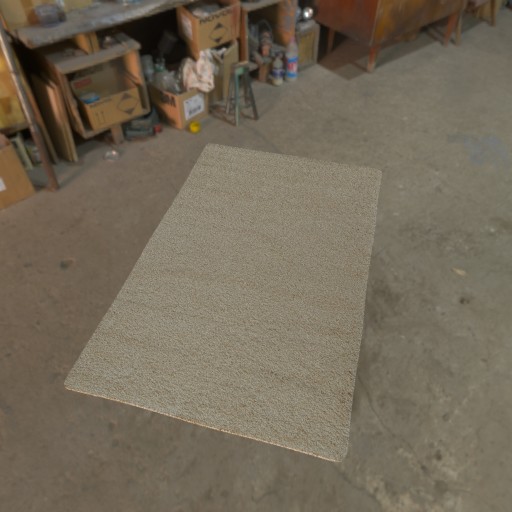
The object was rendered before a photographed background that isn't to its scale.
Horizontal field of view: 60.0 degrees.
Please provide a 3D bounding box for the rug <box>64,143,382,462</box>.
[{"bbox_3d":[0.000,0.000,2.980,1.500,0.026,2.349,11,49,10],"label":"rug"}]
